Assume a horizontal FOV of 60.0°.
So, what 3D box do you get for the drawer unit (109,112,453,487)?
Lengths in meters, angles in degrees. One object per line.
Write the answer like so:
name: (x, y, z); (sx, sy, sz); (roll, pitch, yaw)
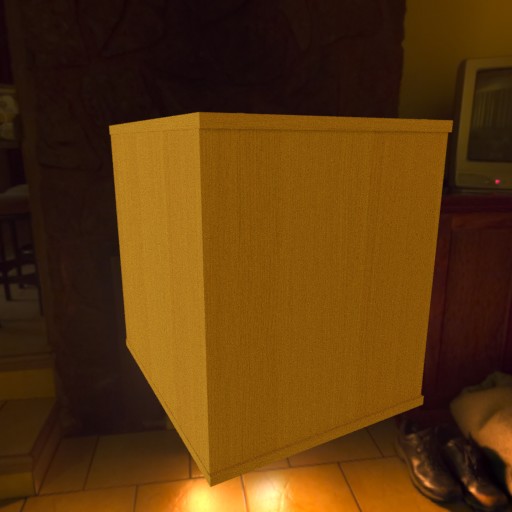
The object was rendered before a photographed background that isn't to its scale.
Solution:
drawer unit: (0.000, 0.000, 0.598); (0.290, 0.344, 0.349); (-8, 16, -28)
